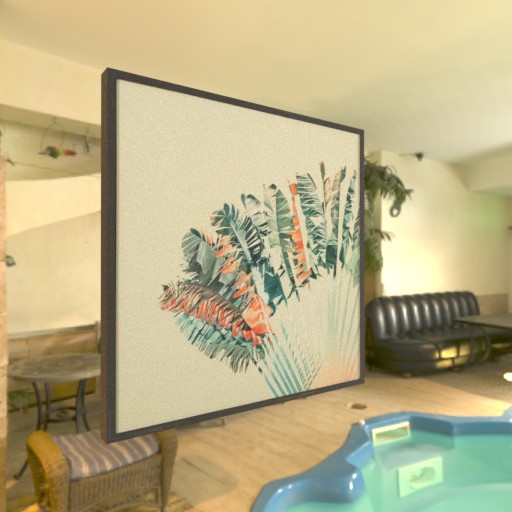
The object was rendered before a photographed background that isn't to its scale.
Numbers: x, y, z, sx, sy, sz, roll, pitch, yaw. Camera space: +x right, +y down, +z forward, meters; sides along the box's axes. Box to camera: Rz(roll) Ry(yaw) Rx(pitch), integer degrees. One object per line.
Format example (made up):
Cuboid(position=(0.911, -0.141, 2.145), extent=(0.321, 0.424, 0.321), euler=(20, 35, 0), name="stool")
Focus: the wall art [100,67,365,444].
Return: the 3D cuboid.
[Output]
Cuboid(position=(0.000, 0.000, 1.128), extent=(0.762, 0.758, 0.043), euler=(0, 0, -35), name="wall art")
